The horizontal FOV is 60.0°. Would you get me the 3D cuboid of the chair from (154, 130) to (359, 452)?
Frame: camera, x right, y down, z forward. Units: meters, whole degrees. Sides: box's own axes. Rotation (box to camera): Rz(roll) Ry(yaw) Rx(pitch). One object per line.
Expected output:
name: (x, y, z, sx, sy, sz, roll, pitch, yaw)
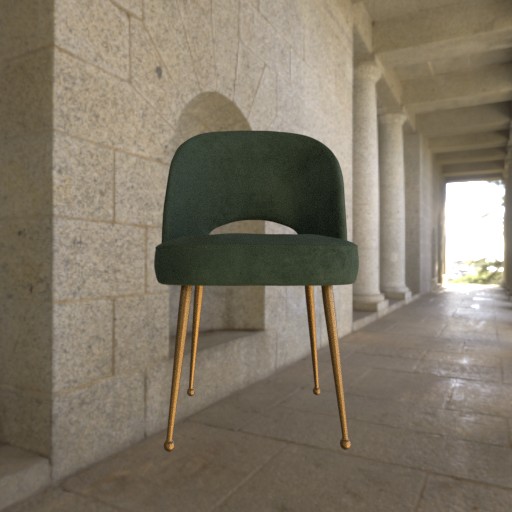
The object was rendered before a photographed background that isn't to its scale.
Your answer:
chair: (0.000, 0.000, 1.231, 0.527, 0.860, 0.577, 0, 0, -1)
